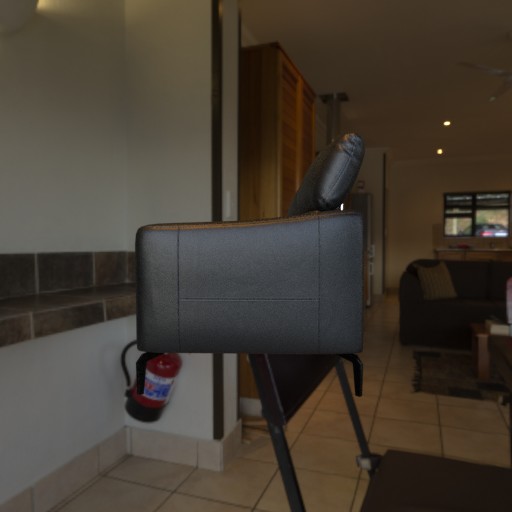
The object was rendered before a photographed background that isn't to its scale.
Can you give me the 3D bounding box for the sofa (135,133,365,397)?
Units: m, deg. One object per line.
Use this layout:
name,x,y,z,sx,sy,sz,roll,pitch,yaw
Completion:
sofa,0.000,0.000,2.534,0.856,0.957,2.069,0,1,1
